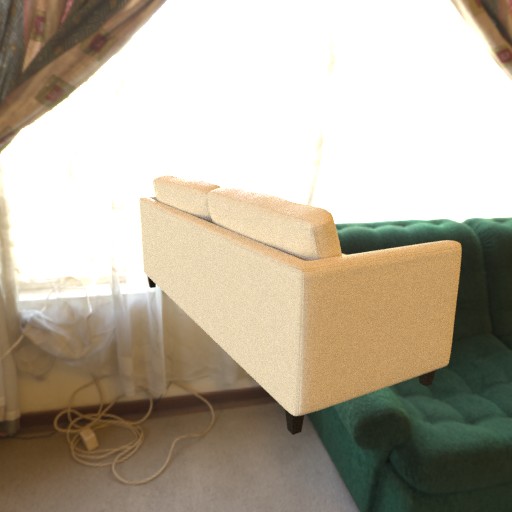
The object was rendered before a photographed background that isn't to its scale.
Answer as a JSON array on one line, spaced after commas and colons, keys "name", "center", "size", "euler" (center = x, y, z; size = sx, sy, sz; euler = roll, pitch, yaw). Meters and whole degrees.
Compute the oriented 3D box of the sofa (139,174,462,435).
[{"name": "sofa", "center": [0.000, 0.000, 2.940], "size": [0.948, 0.965, 2.434], "euler": [-8, 17, -27]}]
